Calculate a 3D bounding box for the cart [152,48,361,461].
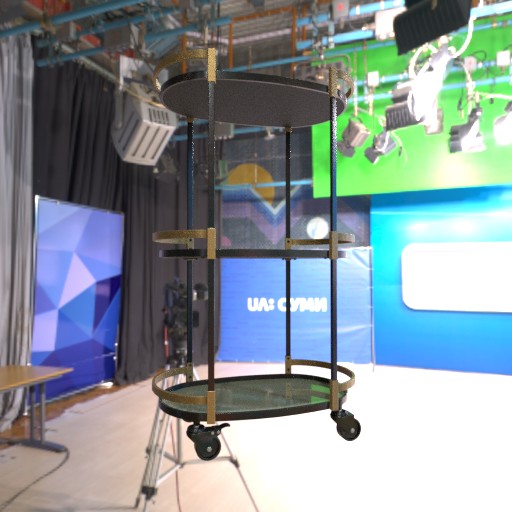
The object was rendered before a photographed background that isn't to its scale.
[{"bbox_3d":[0.000,0.000,1.129,0.515,0.885,0.311,0,-1,-18],"label":"cart"}]
